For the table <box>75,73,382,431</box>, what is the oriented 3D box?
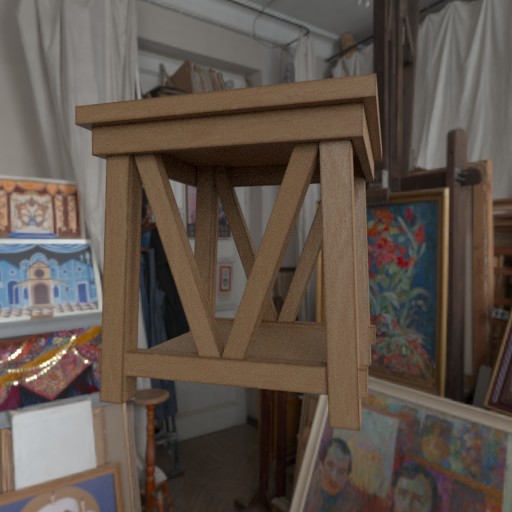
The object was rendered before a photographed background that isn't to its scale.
[{"bbox_3d":[0.000,0.000,1.142,0.612,0.638,0.610,0,1,17],"label":"table"}]
